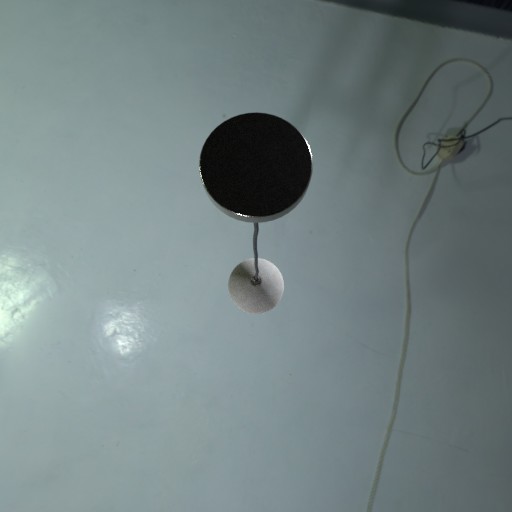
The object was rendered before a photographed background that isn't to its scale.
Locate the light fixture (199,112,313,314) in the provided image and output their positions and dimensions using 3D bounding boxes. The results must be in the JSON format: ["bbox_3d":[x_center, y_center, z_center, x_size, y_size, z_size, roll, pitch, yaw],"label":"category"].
[{"bbox_3d":[0.000,0.000,0.802,0.139,0.764,0.139,10,77,2],"label":"light fixture"}]
